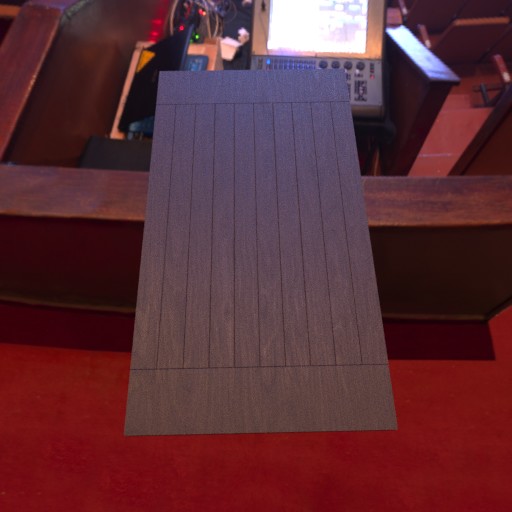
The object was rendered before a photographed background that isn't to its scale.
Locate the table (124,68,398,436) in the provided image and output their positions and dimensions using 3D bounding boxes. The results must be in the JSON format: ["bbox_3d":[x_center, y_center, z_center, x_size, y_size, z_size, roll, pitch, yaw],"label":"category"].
[{"bbox_3d":[0.000,0.000,1.392,0.600,0.494,1.062,-1,65,-1],"label":"table"}]
